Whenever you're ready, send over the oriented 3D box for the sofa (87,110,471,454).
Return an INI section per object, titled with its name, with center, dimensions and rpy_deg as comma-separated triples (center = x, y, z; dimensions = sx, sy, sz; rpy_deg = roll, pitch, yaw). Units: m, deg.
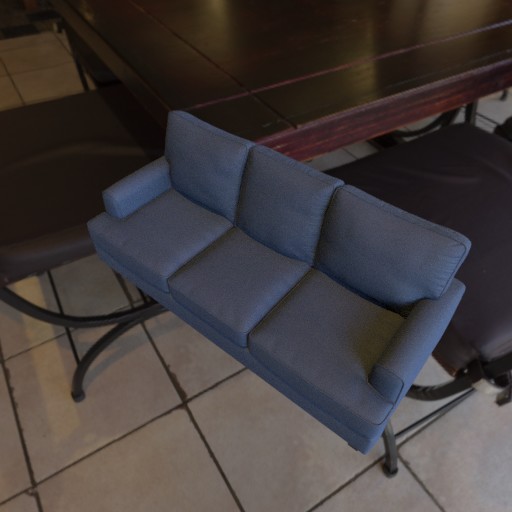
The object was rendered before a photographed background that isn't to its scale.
[sofa]
center = 0.000, 0.000, 2.638
dimensions = 2.158, 0.965, 0.951
rpy_deg = 30, 53, 26
